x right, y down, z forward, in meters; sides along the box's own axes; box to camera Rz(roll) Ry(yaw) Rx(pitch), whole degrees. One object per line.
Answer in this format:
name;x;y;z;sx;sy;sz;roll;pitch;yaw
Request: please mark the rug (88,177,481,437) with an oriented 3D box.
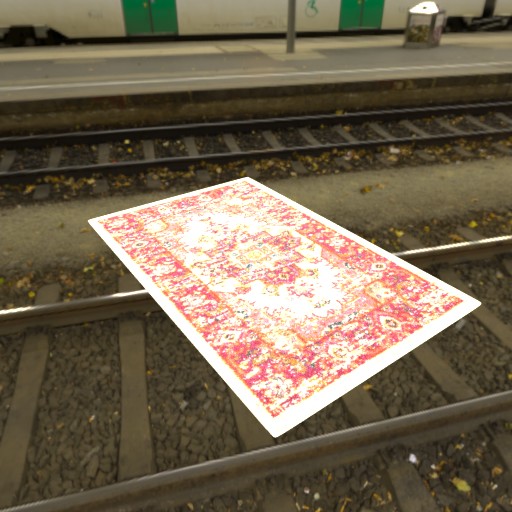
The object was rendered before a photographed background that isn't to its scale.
rug;0.000;0.000;1.098;0.556;0.004;0.868;-21;38;-30
